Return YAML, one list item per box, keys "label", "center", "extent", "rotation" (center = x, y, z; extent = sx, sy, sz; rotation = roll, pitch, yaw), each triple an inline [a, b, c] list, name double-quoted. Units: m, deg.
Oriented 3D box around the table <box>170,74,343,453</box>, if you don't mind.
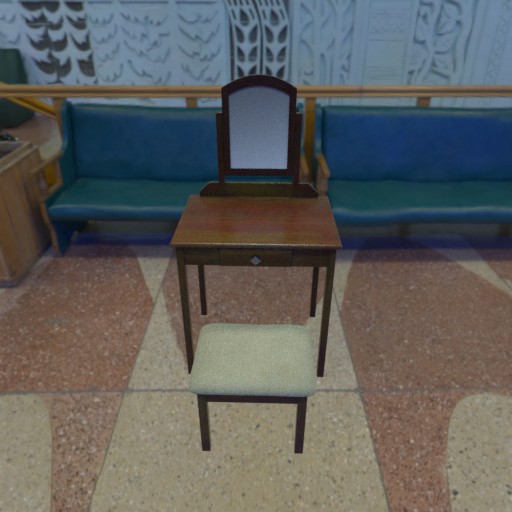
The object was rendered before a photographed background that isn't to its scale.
- label: "table"
  center: [0.000, 0.000, 2.337]
  extent: [0.876, 1.631, 1.211]
  rotation: [1, 30, 1]
